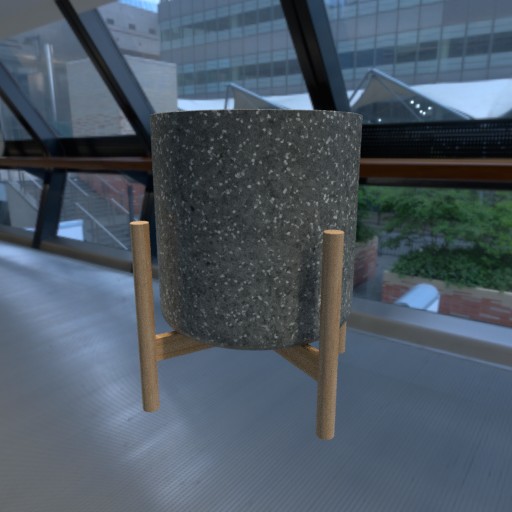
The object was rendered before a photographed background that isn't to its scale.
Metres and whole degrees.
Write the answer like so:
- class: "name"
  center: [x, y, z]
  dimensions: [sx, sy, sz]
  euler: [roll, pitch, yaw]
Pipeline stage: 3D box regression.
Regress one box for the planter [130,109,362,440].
- class: "planter"
  center: [0.000, 0.000, 0.699]
  dimensions: [0.360, 0.419, 0.360]
  euler: [-2, 14, -8]
